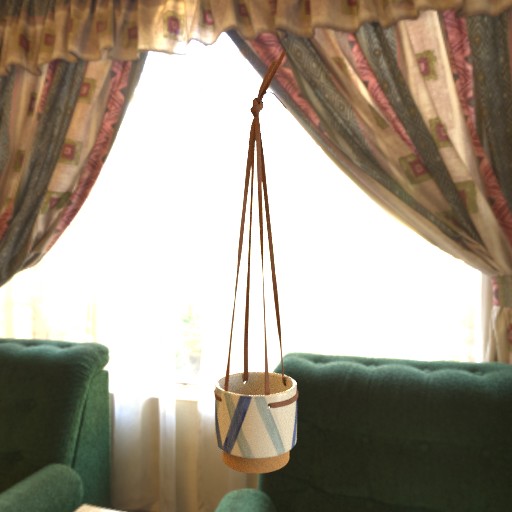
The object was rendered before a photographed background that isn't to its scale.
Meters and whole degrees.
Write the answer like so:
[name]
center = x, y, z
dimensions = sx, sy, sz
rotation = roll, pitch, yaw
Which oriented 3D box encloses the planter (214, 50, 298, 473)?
[planter]
center = 0.000, 0.000, 0.824
dimensions = 0.157, 0.753, 0.153
rotation = 0, 1, -1
